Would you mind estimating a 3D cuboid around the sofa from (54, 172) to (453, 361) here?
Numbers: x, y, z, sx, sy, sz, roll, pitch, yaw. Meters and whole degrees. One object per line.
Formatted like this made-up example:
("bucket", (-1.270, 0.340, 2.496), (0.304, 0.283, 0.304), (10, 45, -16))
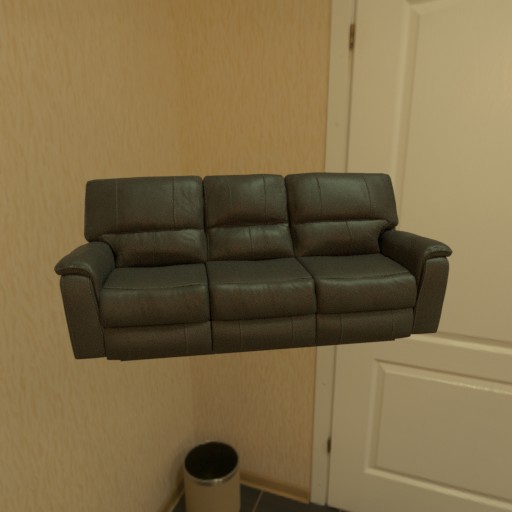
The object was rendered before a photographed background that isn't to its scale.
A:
("sofa", (0.000, 0.000, 3.326), (2.627, 1.134, 1.104), (-3, 17, -8))
